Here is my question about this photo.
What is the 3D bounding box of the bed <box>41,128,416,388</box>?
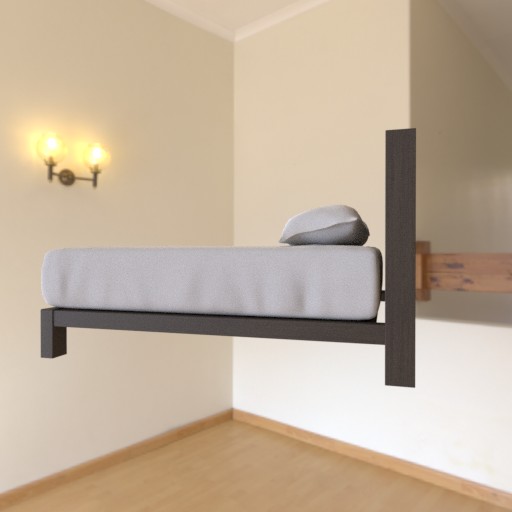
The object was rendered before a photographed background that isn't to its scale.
[{"bbox_3d":[0.000,0.000,3.487,2.238,1.261,2.143,0,0,16],"label":"bed"}]
